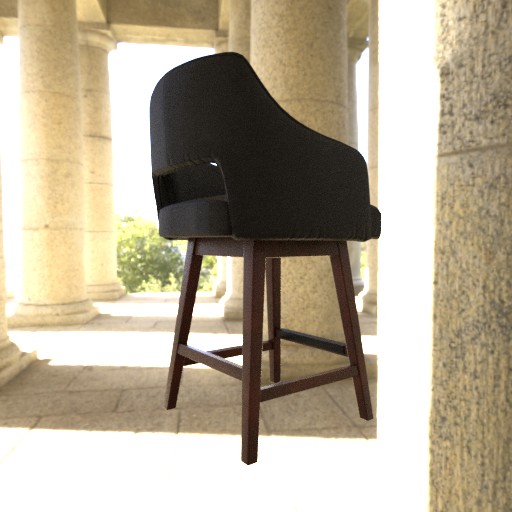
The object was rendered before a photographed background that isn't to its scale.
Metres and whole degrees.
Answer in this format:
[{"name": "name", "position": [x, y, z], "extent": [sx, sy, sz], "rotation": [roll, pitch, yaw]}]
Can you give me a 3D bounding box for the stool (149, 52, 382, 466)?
[{"name": "stool", "position": [0.000, 0.000, 1.247], "extent": [0.558, 0.912, 0.548], "rotation": [-1, 2, -37]}]
